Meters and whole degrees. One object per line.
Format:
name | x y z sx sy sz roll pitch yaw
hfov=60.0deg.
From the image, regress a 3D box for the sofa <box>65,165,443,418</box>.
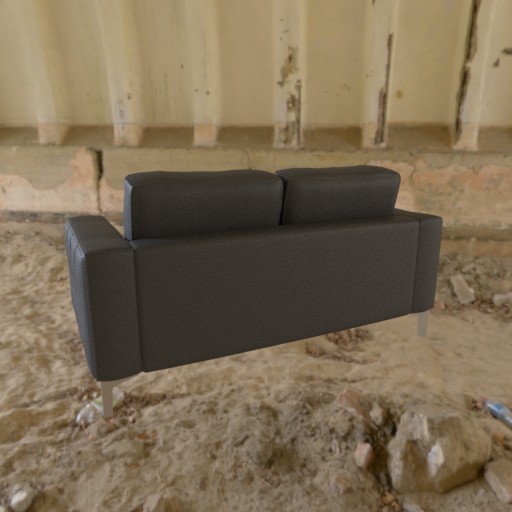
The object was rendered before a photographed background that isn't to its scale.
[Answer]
sofa | 0.000 0.000 2.236 1.726 0.893 0.833 -7 16 -25
